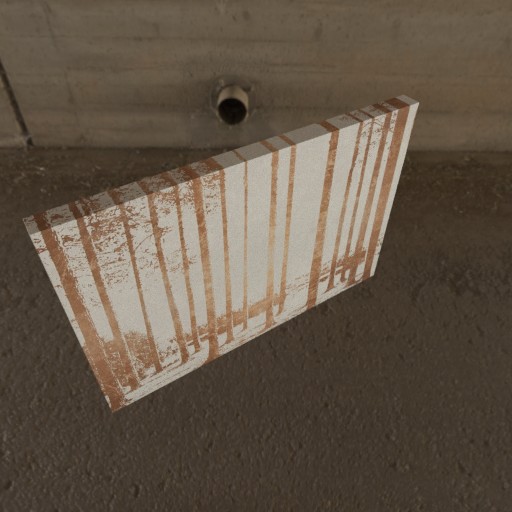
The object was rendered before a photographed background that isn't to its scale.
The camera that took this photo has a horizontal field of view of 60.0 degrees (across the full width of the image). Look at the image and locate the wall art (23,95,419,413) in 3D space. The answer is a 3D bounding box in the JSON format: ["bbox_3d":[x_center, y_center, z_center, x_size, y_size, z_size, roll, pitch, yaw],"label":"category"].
[{"bbox_3d":[0.000,0.000,0.752,0.609,0.405,0.035,-24,49,-23],"label":"wall art"}]
